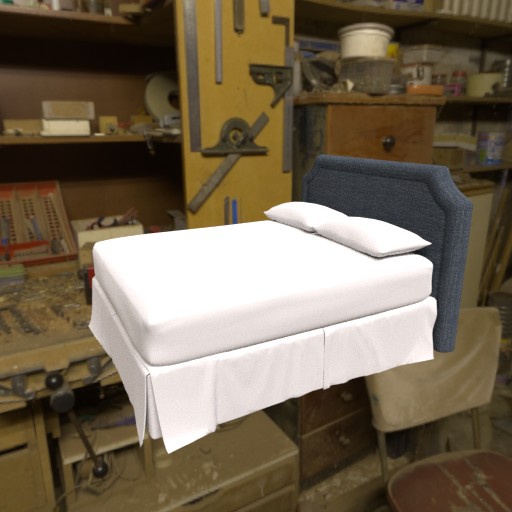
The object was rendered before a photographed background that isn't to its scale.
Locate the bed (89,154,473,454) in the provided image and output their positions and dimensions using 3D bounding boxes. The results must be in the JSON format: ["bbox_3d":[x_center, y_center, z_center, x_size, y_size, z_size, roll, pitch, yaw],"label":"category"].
[{"bbox_3d":[0.000,0.000,3.205,2.208,1.297,1.828,-9,19,-27],"label":"bed"}]
